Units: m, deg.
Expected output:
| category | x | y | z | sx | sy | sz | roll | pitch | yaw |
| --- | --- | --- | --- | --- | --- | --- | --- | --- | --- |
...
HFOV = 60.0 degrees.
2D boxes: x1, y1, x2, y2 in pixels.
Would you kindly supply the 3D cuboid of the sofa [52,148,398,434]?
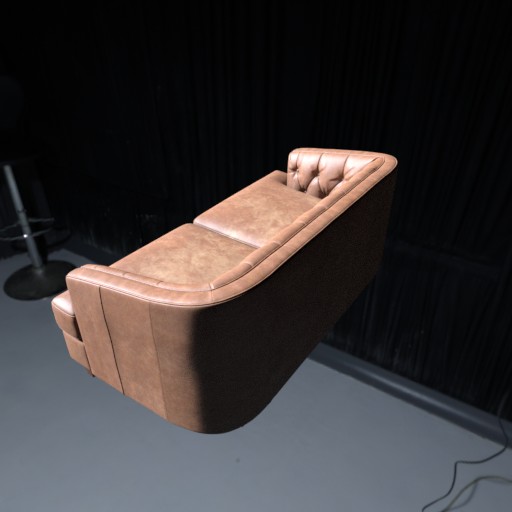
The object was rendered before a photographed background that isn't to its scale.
| category | x | y | z | sx | sy | sz | roll | pitch | yaw |
| --- | --- | --- | --- | --- | --- | --- | --- | --- | --- |
| sofa | 0.000 | 0.000 | 2.275 | 0.914 | 0.786 | 1.755 | 21 | 38 | 29 |
